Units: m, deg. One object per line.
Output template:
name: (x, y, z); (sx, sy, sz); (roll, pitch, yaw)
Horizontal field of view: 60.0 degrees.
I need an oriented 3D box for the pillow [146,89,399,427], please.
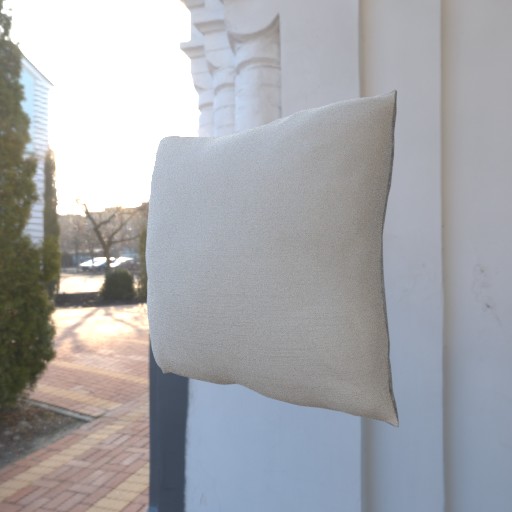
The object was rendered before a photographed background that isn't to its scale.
pillow: (0.000, 0.000, 0.704); (0.450, 0.448, 0.245); (0, -1, 36)
